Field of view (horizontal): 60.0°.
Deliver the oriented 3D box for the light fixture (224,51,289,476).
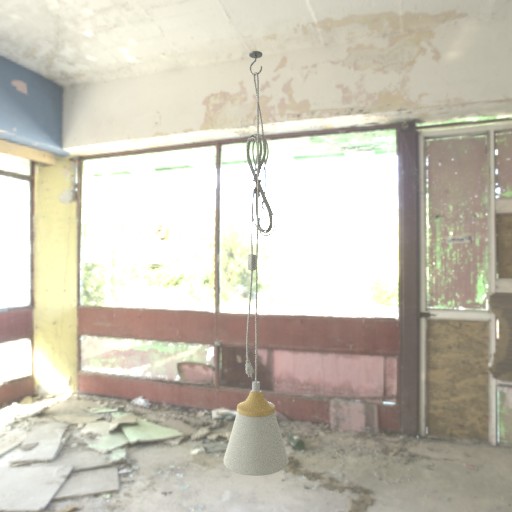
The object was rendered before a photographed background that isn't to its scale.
[{"bbox_3d":[0.000,0.000,1.054,0.153,0.966,0.153,0,-1,-34],"label":"light fixture"}]
